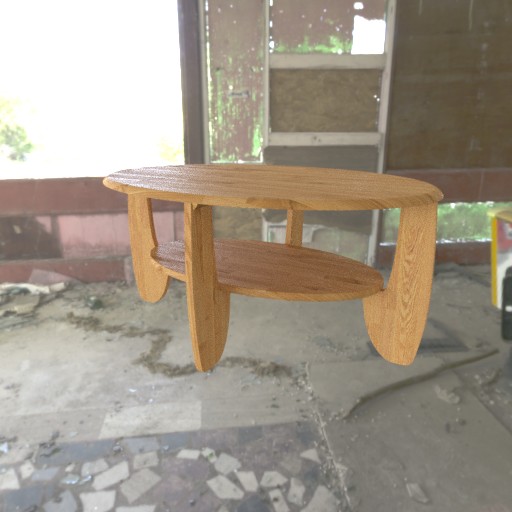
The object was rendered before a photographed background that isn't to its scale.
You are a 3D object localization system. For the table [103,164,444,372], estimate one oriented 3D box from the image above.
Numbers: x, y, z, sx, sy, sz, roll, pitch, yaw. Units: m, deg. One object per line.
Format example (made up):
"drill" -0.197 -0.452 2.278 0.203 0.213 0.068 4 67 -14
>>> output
"table" 0.000 0.000 1.386 1.040 0.490 0.690 9 20 27
